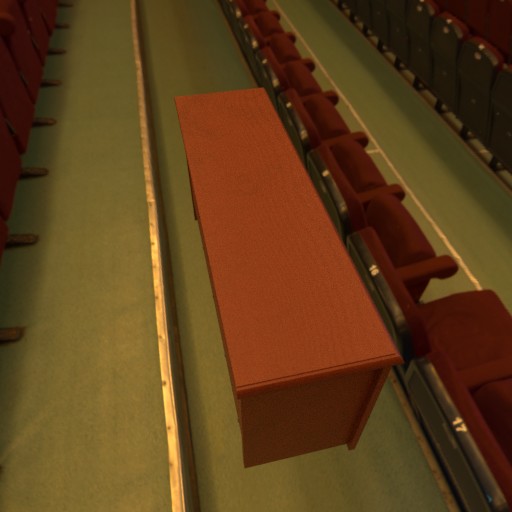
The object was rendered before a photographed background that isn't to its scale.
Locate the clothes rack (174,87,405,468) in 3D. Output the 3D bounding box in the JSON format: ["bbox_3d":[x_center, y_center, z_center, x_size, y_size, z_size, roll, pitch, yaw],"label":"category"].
[{"bbox_3d":[0.000,0.000,1.534,0.362,0.594,1.251,-10,48,-9],"label":"clothes rack"}]
